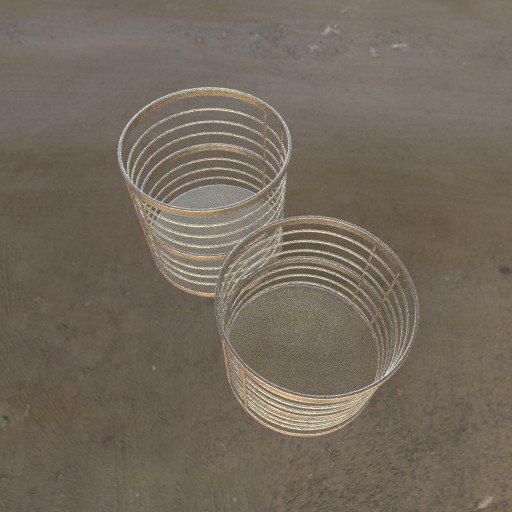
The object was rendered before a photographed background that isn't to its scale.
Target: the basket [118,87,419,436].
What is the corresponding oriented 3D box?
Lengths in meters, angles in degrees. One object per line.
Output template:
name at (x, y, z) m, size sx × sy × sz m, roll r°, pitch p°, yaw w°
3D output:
basket at (0.000, 0.000, 0.973) m, size 0.356 × 0.351 × 0.746 m, roll -28°, pitch 62°, yaw -17°
